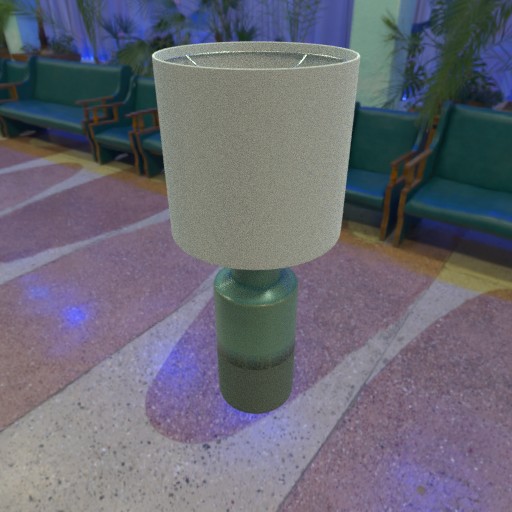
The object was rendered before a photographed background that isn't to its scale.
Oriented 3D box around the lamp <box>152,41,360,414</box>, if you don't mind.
[{"bbox_3d":[0.000,0.000,0.587,0.212,0.493,0.212,22,37,31],"label":"lamp"}]
